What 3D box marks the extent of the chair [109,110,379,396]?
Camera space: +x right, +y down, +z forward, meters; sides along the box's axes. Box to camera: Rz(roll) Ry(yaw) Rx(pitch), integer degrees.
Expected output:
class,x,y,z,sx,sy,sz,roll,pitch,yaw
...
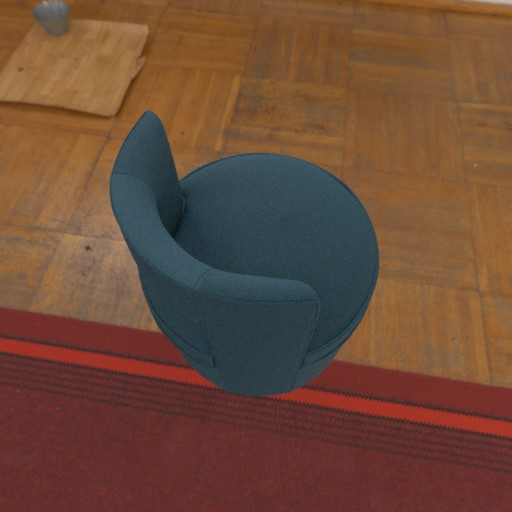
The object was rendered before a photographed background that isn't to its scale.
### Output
class,x,y,z,sx,sy,sz,roll,pitch,yaw
chair,0.000,0.000,1.266,0.660,0.711,0.684,-32,63,-18
